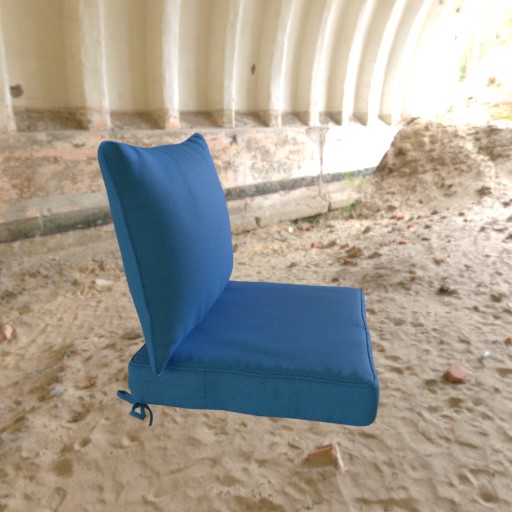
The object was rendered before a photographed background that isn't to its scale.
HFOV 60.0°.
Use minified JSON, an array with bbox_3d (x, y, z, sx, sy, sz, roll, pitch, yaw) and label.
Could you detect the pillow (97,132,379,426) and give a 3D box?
[{"bbox_3d":[0.000,0.000,1.382,0.733,0.725,0.798,3,17,9],"label":"pillow"}]
